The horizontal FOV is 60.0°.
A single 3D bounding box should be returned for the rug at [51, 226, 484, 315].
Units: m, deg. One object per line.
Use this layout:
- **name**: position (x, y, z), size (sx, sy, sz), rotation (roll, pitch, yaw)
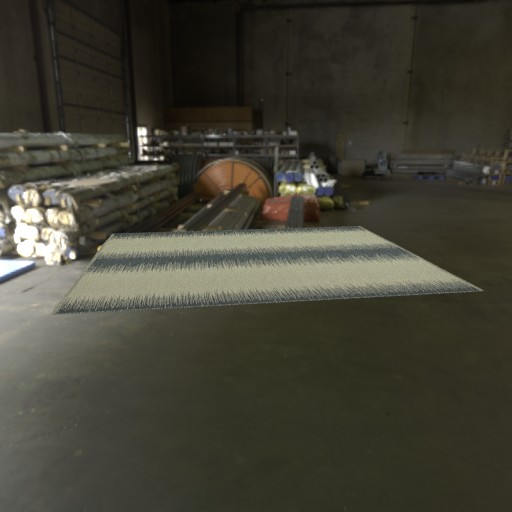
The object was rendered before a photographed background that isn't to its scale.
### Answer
- **rug**: position (0.000, 0.000, 4.207), size (3.037, 0.004, 2.453), rotation (-2, 15, -8)
